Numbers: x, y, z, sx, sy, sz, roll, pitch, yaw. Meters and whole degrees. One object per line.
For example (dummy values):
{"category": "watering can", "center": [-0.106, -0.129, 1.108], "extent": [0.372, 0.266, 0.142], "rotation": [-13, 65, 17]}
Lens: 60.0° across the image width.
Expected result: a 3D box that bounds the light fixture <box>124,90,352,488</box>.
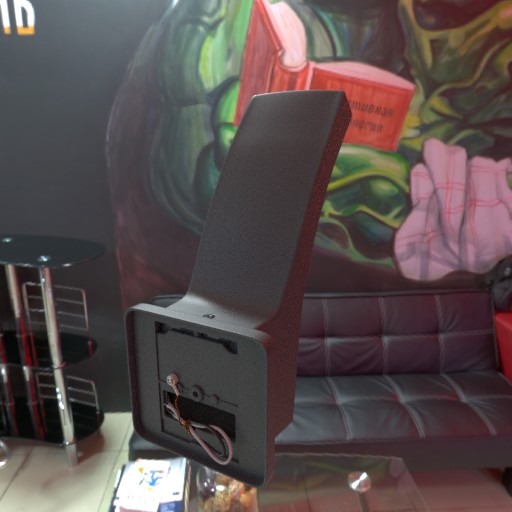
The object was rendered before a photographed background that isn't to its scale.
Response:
{"category": "light fixture", "center": [0.000, 0.000, 0.330], "extent": [0.108, 0.243, 0.174], "rotation": [8, 17, 29]}
